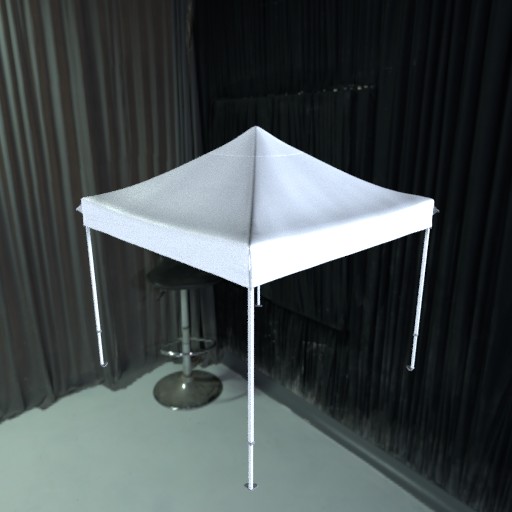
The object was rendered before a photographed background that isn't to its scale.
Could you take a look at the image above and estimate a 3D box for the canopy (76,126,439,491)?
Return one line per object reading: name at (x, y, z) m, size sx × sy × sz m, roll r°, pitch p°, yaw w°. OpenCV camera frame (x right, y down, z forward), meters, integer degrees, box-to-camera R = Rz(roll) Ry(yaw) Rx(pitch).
canopy at (0.000, 0.000, 5.327) m, size 2.996 × 2.998 × 2.994 m, roll -15°, pitch 23°, yaw -41°
